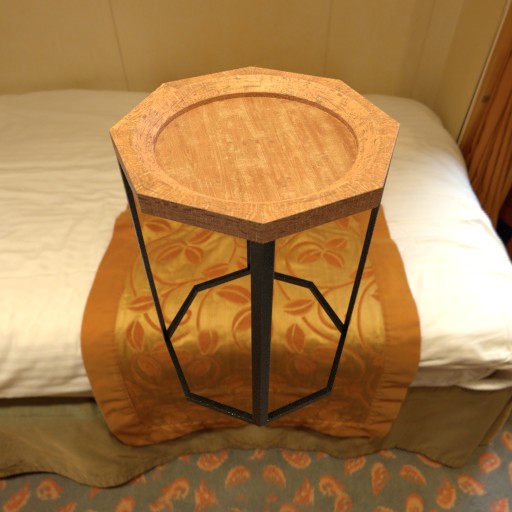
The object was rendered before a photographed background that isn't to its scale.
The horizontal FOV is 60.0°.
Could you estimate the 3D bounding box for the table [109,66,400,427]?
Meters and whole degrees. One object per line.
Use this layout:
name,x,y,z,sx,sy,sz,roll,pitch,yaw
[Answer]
table,0.000,0.000,0.861,0.437,0.553,0.437,33,54,28
